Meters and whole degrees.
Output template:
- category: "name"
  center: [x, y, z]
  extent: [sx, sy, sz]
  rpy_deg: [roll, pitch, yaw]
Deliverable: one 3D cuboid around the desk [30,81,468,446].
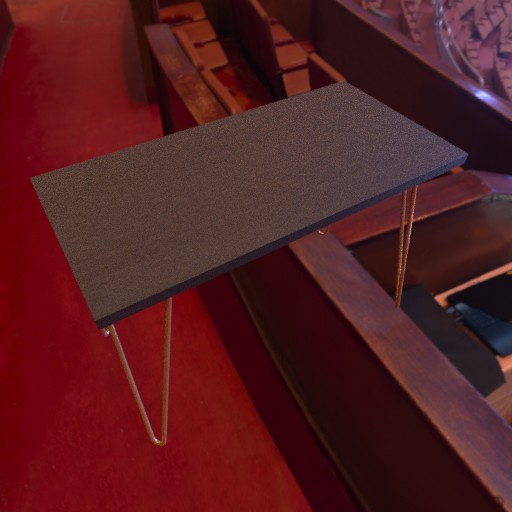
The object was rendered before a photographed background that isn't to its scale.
- category: "desk"
  center: [0.000, 0.000, 1.356]
  extent: [0.991, 0.660, 0.499]
  rpy_deg: [-24, 51, -21]
